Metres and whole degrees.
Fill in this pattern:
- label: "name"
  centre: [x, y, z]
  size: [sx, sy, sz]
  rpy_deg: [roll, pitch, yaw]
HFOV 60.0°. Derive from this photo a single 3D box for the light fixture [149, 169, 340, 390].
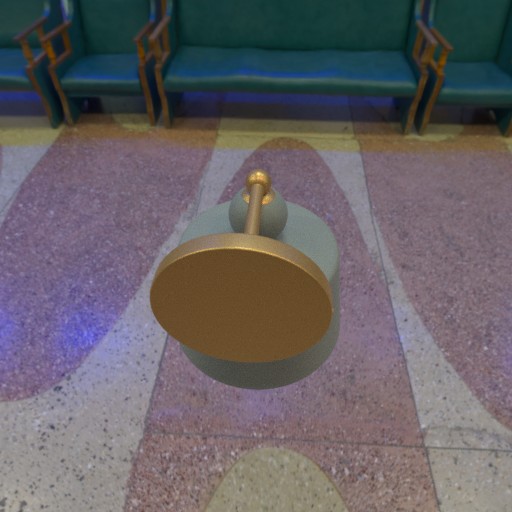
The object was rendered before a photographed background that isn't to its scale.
- label: "light fixture"
  centre: [0.000, 0.000, 0.443]
  size: [0.204, 0.268, 0.254]
  rpy_deg: [4, 45, 3]
